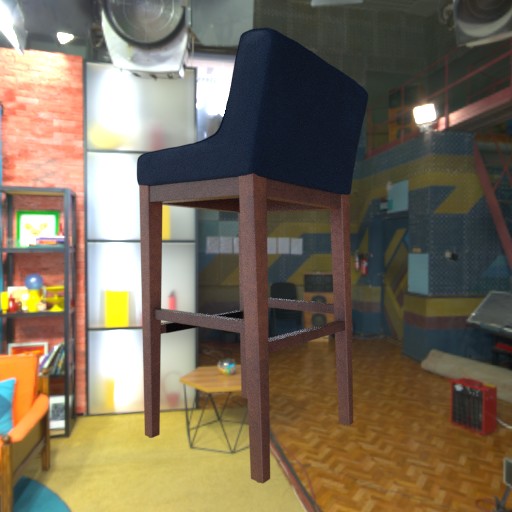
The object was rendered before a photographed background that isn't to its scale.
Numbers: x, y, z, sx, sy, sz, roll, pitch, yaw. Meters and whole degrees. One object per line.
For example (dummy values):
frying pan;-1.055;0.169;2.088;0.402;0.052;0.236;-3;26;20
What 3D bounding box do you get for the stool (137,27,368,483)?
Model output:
stool;0.000;0.000;1.308;0.500;1.037;0.511;0;1;38
